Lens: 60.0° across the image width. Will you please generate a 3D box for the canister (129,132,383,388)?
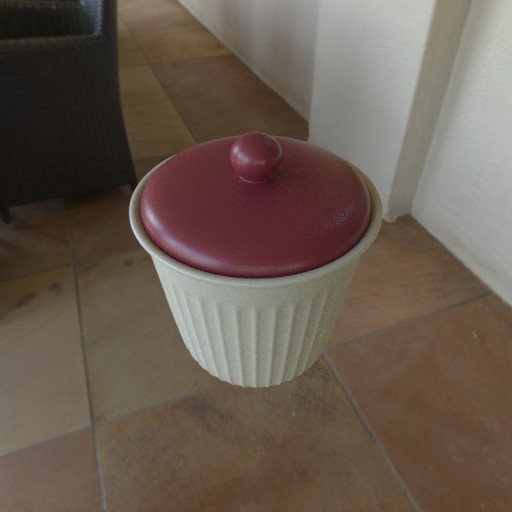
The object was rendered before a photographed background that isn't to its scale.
[{"bbox_3d":[0.000,0.000,0.362,0.181,0.211,0.181,0,42,0],"label":"canister"}]
